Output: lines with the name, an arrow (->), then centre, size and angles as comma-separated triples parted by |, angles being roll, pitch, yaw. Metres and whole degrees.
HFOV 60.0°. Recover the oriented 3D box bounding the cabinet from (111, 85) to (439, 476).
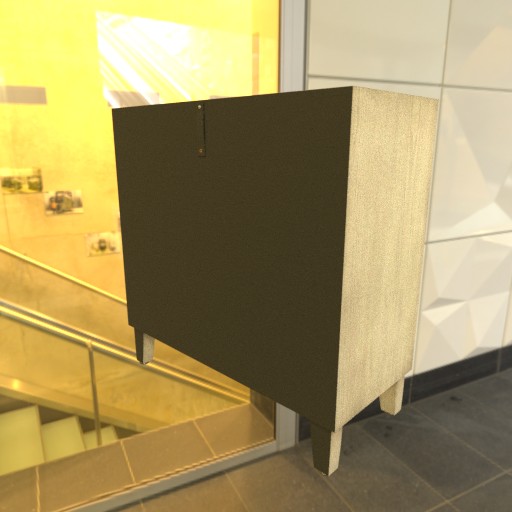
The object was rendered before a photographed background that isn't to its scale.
cabinet -> 0.000, 0.000, 1.213 | 0.781, 0.787, 0.370 | 14, 20, 42
